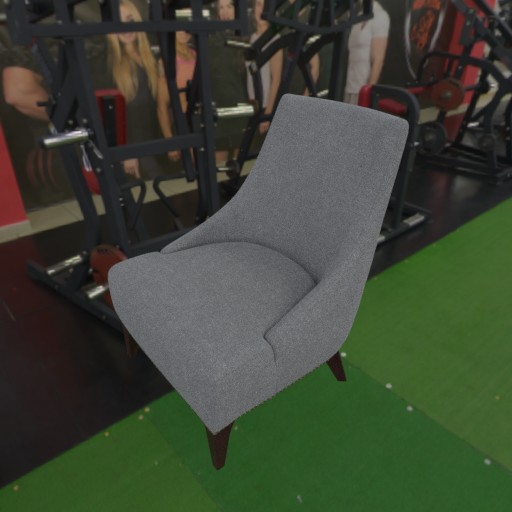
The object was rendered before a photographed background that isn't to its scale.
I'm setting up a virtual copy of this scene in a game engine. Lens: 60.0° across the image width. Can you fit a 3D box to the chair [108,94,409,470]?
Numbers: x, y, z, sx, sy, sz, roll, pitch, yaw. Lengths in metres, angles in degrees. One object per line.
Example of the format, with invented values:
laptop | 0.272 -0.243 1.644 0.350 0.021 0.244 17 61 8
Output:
chair | 0.000 0.000 1.512 0.861 0.909 0.701 -22 37 -32
